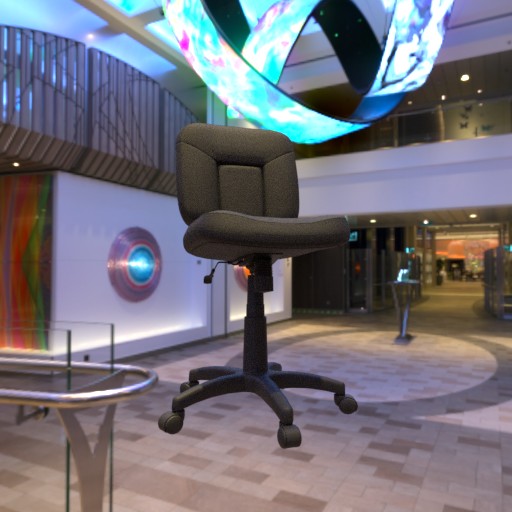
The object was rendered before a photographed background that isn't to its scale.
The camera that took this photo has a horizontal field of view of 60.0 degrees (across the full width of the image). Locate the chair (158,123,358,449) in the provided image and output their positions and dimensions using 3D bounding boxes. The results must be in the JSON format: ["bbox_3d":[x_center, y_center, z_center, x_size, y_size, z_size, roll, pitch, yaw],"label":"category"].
[{"bbox_3d":[0.000,0.000,1.384,0.610,0.972,0.610,1,-2,-18],"label":"chair"}]
